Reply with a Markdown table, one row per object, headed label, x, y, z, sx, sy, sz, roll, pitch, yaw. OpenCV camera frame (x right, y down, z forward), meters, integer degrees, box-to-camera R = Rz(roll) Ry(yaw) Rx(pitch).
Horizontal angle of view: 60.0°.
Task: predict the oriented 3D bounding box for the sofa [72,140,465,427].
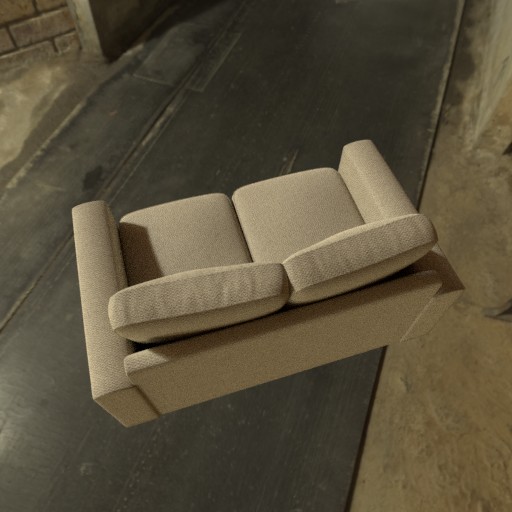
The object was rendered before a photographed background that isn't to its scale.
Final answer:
| label | x | y | z | sx | sy | sz | roll | pitch | yaw |
| --- | --- | --- | --- | --- | --- | --- | --- | --- | --- |
| sofa | 0.000 | 0.000 | 2.161 | 1.616 | 0.873 | 1.016 | -15 | 59 | -9 |
